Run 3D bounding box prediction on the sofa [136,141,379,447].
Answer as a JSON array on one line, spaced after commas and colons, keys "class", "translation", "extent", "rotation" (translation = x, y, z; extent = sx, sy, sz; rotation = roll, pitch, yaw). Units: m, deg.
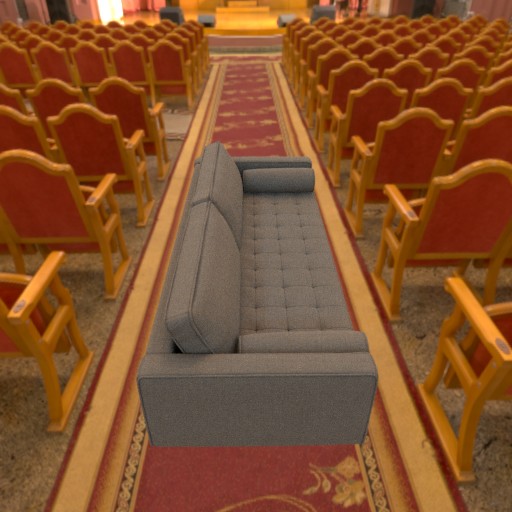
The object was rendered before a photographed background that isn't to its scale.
[{"class": "sofa", "translation": [0.000, 0.000, 2.617], "extent": [0.914, 0.762, 2.198], "rotation": [0, 33, -1]}]
